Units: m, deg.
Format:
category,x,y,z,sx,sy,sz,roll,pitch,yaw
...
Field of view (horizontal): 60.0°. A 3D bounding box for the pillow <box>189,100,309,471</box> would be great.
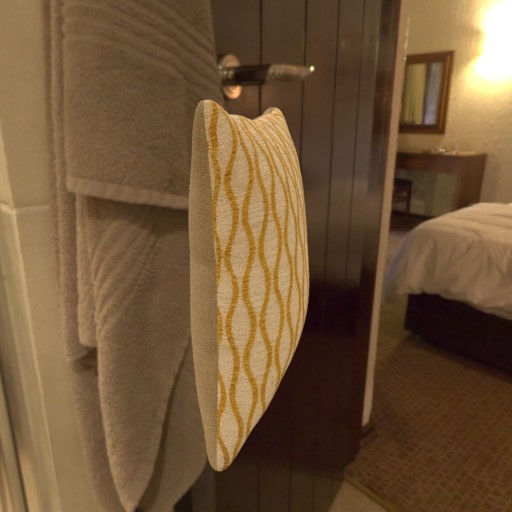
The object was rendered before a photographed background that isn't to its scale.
category,x,y,z,sx,sy,sz,roll,pitch,yaw
pillow,0.000,0.000,0.670,0.159,0.436,0.429,3,17,10
